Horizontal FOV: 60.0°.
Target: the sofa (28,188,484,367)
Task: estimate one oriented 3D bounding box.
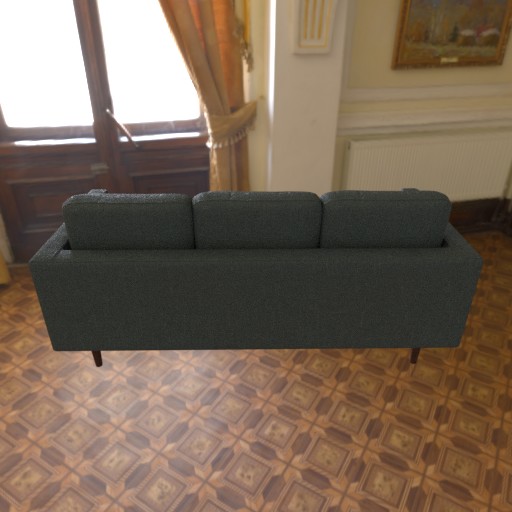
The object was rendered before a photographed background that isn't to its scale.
[{"bbox_3d":[0.000,0.000,2.469,2.013,0.945,0.935,0,29,-1],"label":"sofa"}]
